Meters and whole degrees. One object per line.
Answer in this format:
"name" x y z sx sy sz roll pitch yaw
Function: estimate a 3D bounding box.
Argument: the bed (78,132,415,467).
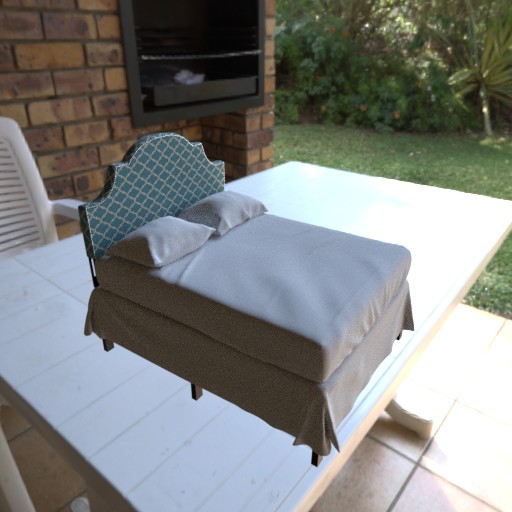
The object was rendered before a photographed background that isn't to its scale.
"bed" 0.000 0.000 3.398 2.222 1.633 1.780 17 31 30
